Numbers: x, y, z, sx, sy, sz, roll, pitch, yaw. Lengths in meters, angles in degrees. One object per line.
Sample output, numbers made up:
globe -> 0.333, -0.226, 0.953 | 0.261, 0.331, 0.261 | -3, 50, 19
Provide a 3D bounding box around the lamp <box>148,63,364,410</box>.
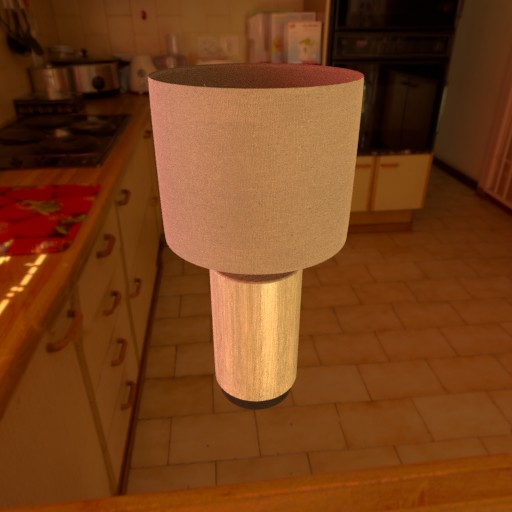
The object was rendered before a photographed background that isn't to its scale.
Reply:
lamp -> 0.000, 0.000, 0.579 | 0.228, 0.444, 0.228 | -19, 34, -31
